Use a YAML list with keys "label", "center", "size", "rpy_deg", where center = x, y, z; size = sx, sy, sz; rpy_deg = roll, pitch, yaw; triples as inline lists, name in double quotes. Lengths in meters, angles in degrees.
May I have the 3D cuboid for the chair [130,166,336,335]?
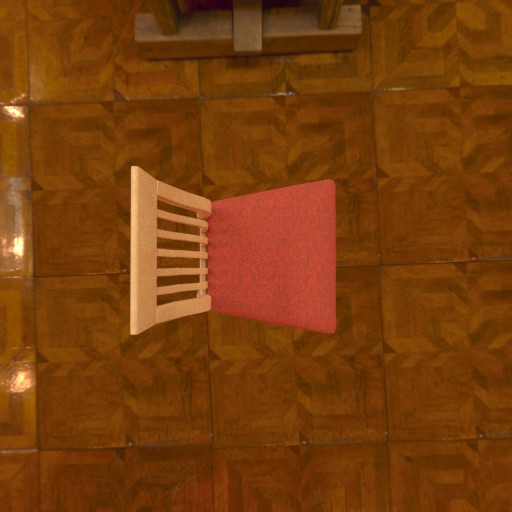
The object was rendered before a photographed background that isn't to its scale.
- label: "chair"
  center: [0.000, 0.000, 1.265]
  size: [0.474, 1.027, 0.460]
  rpy_deg: [0, 89, 1]
